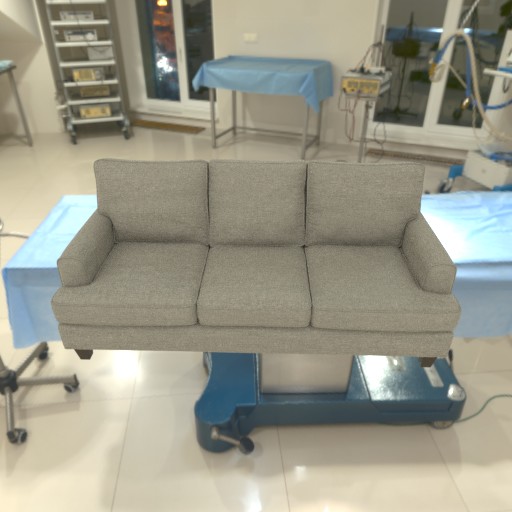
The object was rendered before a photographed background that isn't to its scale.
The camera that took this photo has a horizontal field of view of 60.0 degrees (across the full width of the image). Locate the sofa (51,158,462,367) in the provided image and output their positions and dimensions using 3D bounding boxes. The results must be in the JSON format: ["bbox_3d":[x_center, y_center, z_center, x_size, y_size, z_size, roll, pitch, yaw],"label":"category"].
[{"bbox_3d":[0.000,0.000,2.655,2.158,0.965,0.951,1,32,2],"label":"sofa"}]
